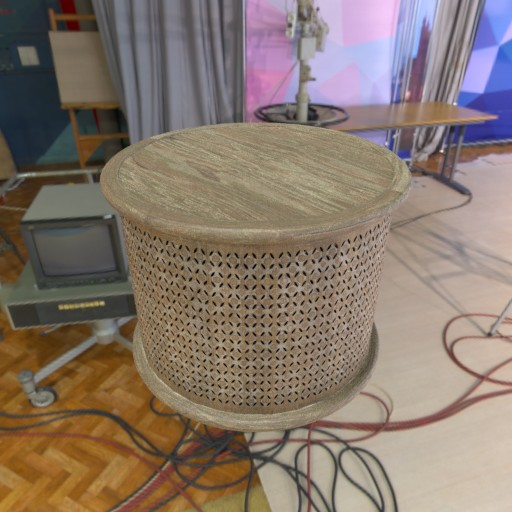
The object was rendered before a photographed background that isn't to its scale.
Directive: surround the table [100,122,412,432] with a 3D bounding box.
[{"bbox_3d":[0.000,0.000,1.010,0.607,0.450,0.607,0,31,0],"label":"table"}]
